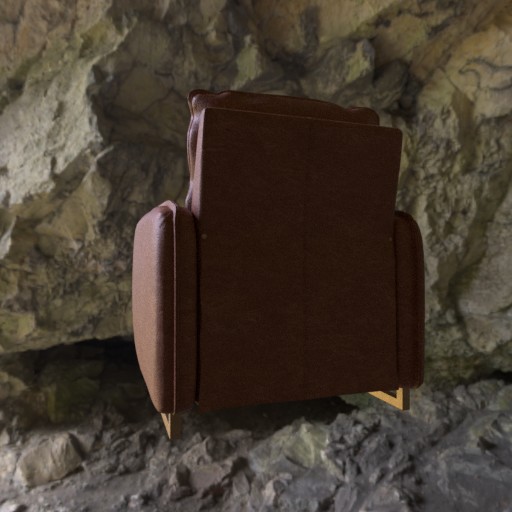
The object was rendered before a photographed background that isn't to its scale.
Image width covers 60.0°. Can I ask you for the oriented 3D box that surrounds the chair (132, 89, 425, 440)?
[{"bbox_3d":[0.000,0.000,1.583,0.830,0.922,0.922,0,-1,-18],"label":"chair"}]
